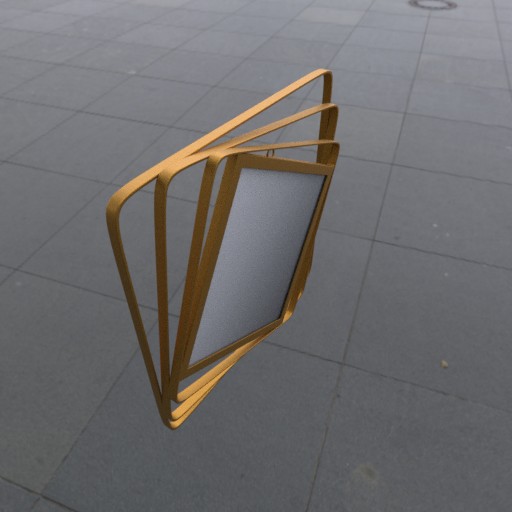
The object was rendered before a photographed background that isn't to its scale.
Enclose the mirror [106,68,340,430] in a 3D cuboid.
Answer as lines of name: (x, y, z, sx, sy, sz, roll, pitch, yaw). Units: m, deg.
mirror: (0.000, 0.000, 0.710, 0.045, 0.468, 0.470, 25, 47, 25)
